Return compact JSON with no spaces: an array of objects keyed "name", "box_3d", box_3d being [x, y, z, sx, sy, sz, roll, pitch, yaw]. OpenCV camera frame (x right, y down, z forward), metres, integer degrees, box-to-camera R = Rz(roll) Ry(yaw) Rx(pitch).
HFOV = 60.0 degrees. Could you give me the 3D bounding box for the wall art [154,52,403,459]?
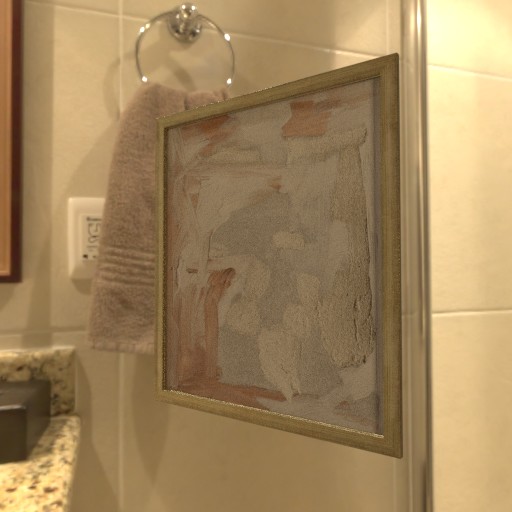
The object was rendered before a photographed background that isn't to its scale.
[{"name":"wall art","box_3d":[0.000,0.000,0.748,0.483,0.559,0.009,-1,-2,34]}]
